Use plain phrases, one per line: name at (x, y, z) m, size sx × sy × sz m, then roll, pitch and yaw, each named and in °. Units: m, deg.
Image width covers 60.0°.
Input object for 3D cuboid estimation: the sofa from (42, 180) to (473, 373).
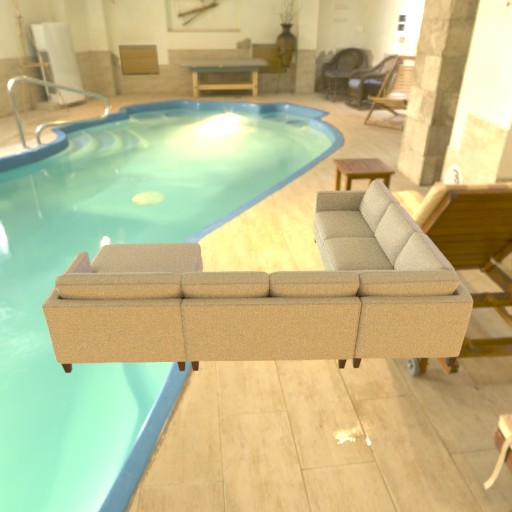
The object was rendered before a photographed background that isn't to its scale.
sofa at (0.000, 0.000, 4.643) m, size 3.403 × 0.889 × 2.551 m, roll -1°, pitch 28°, yaw -1°
